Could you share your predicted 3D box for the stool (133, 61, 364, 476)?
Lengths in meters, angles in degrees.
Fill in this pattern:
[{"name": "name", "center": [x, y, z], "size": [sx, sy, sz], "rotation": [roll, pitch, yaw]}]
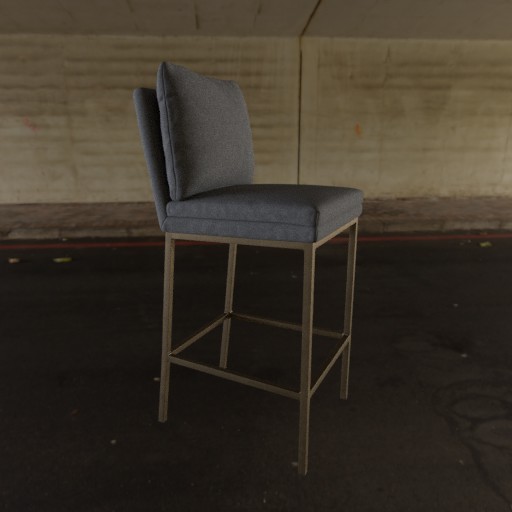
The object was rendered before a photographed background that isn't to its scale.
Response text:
[{"name": "stool", "center": [0.000, 0.000, 1.427], "size": [0.569, 1.130, 0.463], "rotation": [7, 17, 26]}]
